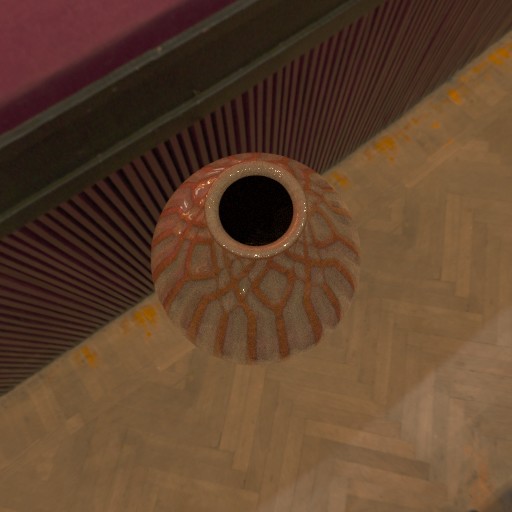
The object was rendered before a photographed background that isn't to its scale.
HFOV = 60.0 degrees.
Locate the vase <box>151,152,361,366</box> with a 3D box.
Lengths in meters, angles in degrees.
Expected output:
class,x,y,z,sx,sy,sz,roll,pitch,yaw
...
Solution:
class,x,y,z,sx,sy,sz,roll,pitch,yaw
vase,0.000,0.000,0.272,0.131,0.175,0.131,0,77,0
